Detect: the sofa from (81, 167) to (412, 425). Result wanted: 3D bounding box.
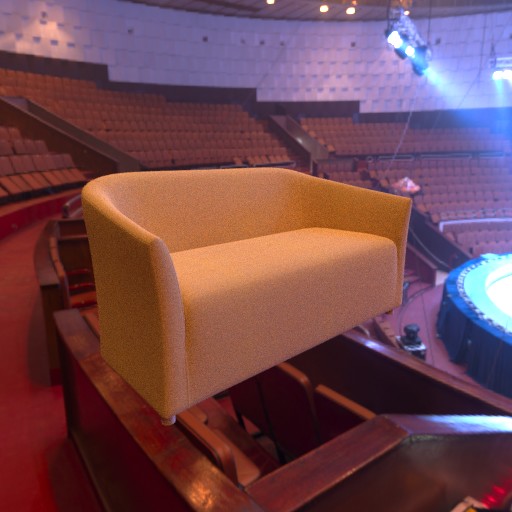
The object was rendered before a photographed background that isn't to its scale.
[{"bbox_3d":[0.000,0.000,1.926,1.452,0.721,0.705,-13,18,-43],"label":"sofa"}]
